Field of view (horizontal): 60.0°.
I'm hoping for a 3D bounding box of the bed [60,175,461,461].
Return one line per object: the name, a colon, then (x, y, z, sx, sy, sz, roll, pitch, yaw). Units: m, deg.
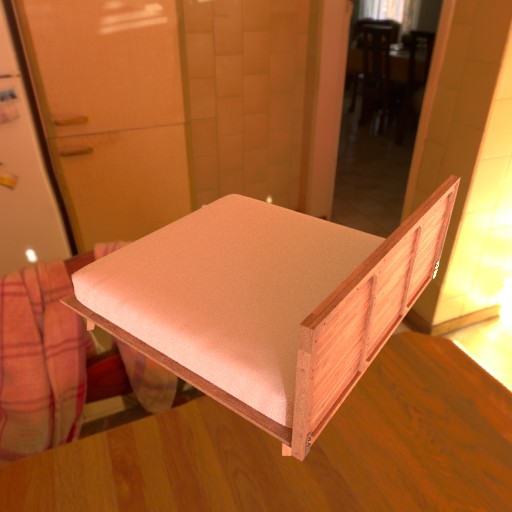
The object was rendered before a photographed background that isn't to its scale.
bed: (0.000, 0.000, 3.345, 2.167, 1.100, 2.116, 21, 37, 31)
